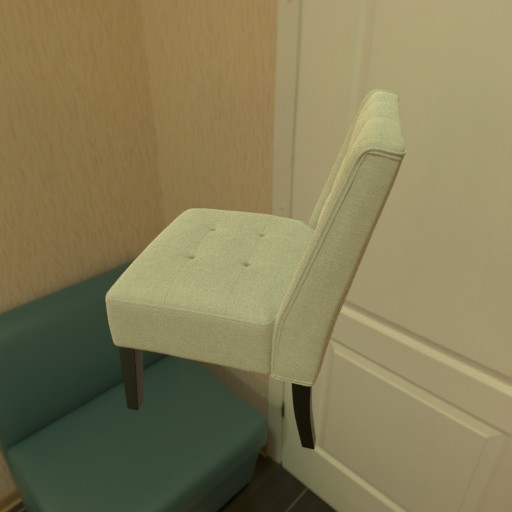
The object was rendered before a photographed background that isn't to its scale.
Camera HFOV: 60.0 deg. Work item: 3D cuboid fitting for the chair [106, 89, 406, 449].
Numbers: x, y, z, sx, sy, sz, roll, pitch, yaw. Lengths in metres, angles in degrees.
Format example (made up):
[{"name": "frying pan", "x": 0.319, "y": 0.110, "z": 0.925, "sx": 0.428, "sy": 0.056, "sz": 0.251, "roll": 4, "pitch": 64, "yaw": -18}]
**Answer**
[{"name": "chair", "x": 0.000, "y": 0.000, "z": 1.268, "sx": 0.676, "sy": 0.853, "sz": 0.569, "roll": 7, "pitch": 31, "yaw": 12}]
